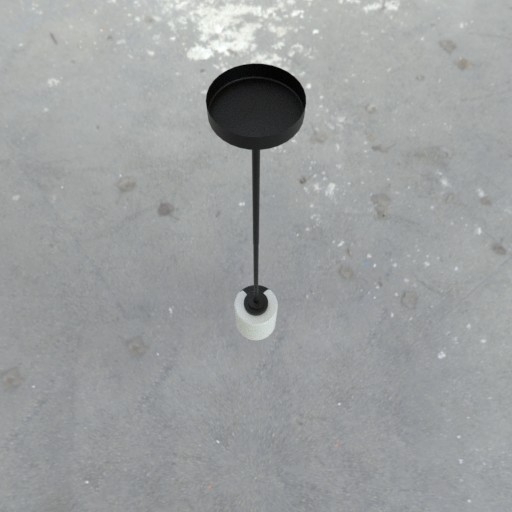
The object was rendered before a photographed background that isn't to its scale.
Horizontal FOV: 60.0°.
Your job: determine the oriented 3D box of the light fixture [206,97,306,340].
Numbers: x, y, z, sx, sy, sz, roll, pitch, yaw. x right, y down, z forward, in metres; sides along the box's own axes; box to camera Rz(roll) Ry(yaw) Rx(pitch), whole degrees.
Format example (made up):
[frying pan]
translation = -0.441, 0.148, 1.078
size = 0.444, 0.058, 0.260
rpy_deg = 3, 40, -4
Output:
[light fixture]
translation = 0.000, 0.000, 0.930
size = 0.123, 0.863, 0.123
rpy_deg = -35, 68, -16
